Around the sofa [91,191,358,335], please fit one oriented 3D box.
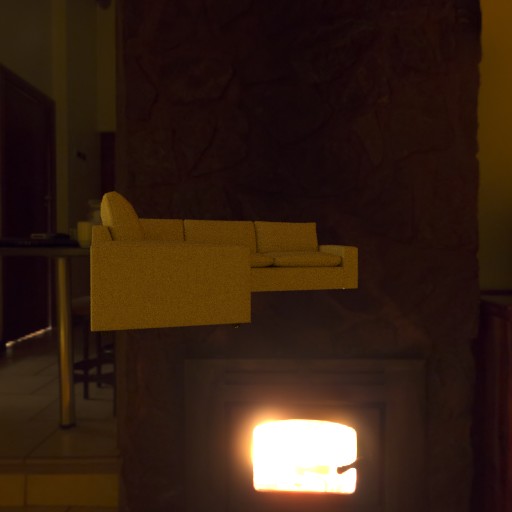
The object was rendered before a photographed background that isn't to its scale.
[{"bbox_3d":[0.000,0.000,4.011,2.742,0.800,2.622,0,1,-19],"label":"sofa"}]
